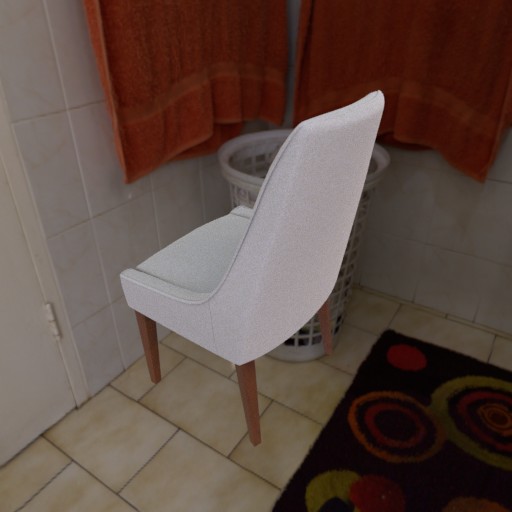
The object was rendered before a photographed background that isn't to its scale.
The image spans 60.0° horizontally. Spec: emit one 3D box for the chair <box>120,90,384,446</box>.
[{"bbox_3d":[0.000,0.000,1.206,0.544,0.861,0.529,20,37,30],"label":"chair"}]
